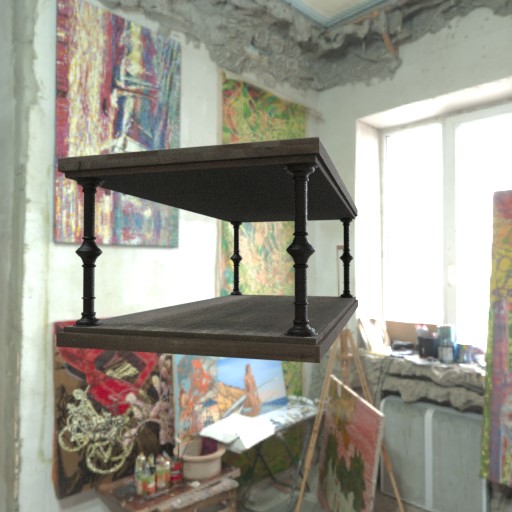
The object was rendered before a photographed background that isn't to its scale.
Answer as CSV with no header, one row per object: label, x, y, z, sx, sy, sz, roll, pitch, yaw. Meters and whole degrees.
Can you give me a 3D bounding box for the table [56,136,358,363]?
table,0.000,0.000,1.378,0.554,0.399,1.088,0,-1,16
